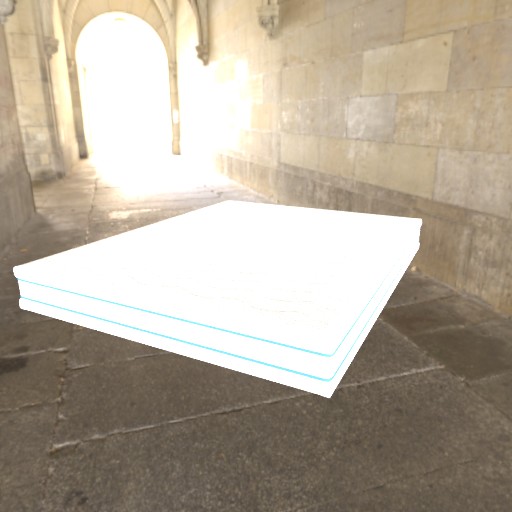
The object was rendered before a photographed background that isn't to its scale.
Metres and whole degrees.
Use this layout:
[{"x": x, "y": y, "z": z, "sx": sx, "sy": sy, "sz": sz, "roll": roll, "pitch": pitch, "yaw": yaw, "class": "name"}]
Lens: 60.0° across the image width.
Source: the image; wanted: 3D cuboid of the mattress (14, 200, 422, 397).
[{"x": 0.000, "y": 0.000, "z": 2.655, "sx": 1.600, "sy": 0.230, "sz": 2.000, "roll": 9, "pitch": 20, "yaw": 26, "class": "mattress"}]
